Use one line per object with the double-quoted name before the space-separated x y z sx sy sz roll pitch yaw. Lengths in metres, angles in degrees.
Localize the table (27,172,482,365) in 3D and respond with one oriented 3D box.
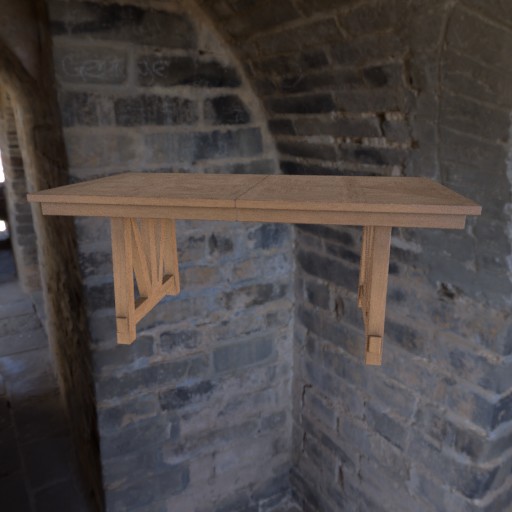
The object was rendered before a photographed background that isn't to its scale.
"table" 0.000 0.000 2.391 1.881 0.768 1.016 3 16 9
